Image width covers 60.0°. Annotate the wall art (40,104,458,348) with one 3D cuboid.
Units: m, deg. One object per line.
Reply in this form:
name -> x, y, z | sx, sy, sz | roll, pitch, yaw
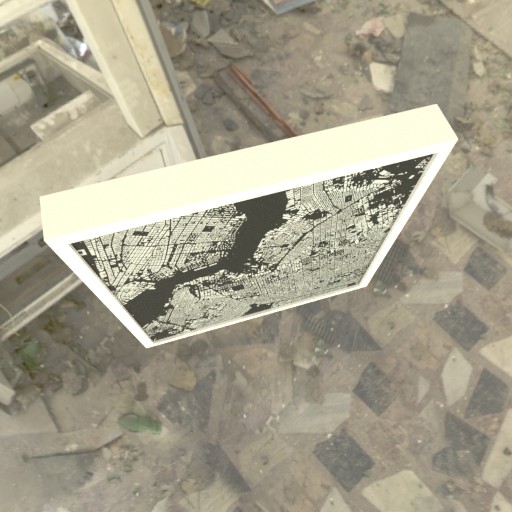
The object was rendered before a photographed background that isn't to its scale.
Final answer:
wall art -> 0.000, 0.000, 0.459 | 0.305, 0.305, 0.037 | -15, 66, -7
